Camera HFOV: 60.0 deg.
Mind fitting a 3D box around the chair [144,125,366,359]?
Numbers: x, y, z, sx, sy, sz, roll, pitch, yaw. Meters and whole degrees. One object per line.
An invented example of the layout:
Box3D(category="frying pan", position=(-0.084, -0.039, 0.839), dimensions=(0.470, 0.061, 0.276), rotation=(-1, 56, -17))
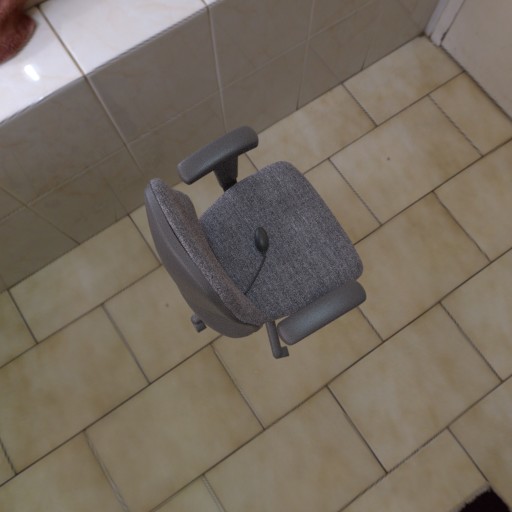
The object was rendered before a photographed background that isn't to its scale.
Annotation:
Box3D(category="chair", position=(0.000, 0.000, 1.205), dimensions=(0.530, 0.910, 0.550), rotation=(-31, 77, -8))
